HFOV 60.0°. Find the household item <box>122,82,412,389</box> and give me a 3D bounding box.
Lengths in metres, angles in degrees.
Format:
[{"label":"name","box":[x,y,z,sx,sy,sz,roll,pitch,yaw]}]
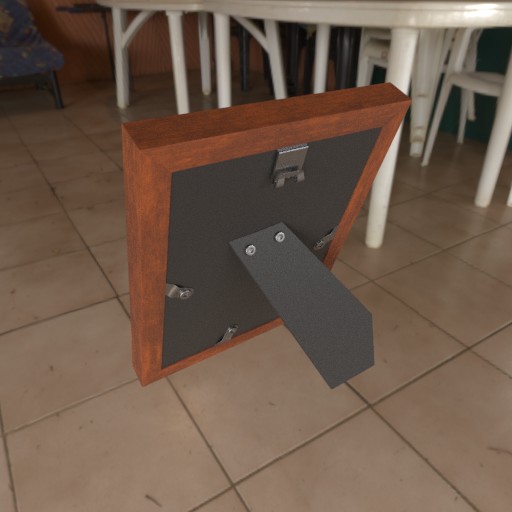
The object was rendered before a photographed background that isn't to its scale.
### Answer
[{"label":"household item","box":[0.000,0.000,0.288,0.160,0.204,0.096,-19,37,-28]}]
